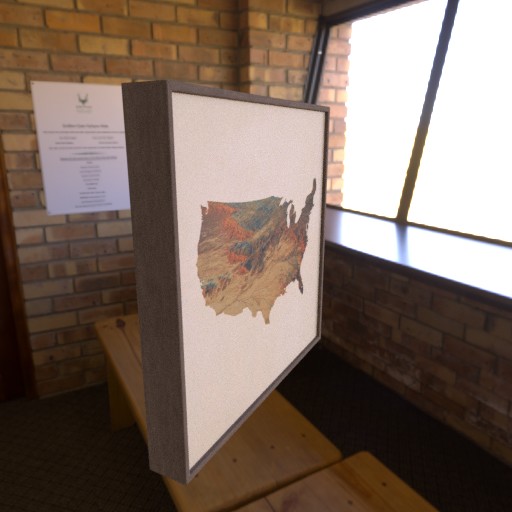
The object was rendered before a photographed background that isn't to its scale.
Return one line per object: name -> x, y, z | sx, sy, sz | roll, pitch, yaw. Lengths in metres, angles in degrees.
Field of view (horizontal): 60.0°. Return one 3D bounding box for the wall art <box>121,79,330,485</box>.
wall art -> 0.000, 0.000, 0.450 | 0.038, 0.302, 0.303 | 8, 17, 27
